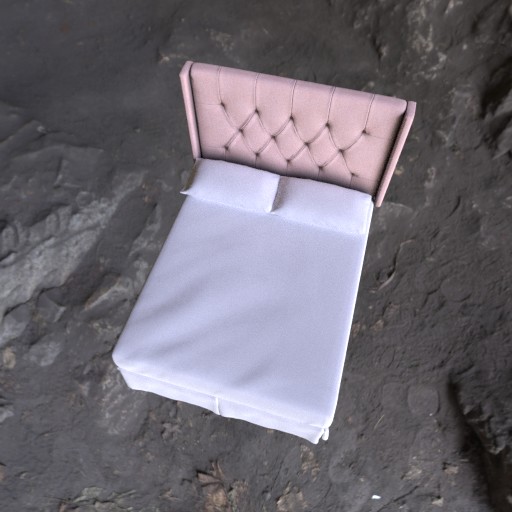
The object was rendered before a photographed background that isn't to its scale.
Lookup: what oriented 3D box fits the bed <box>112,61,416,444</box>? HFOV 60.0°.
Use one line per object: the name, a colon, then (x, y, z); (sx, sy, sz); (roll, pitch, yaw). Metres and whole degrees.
bed: (0.000, 0.000, 3.355); (1.719, 1.665, 2.066); (14, 59, 8)
